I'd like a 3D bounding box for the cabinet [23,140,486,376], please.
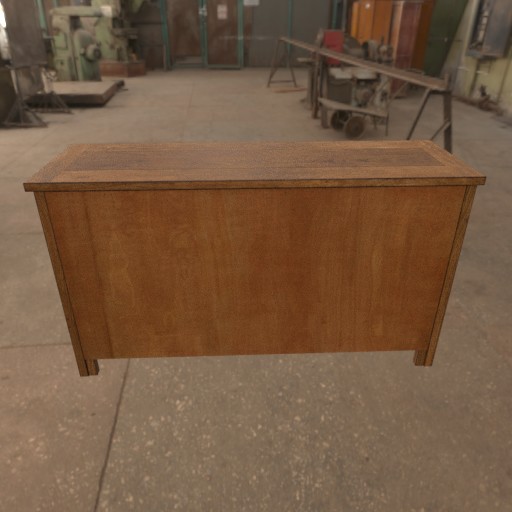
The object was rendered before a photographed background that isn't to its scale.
[{"bbox_3d":[0.000,0.000,1.811,1.474,0.813,0.480,-1,29,-2],"label":"cabinet"}]
